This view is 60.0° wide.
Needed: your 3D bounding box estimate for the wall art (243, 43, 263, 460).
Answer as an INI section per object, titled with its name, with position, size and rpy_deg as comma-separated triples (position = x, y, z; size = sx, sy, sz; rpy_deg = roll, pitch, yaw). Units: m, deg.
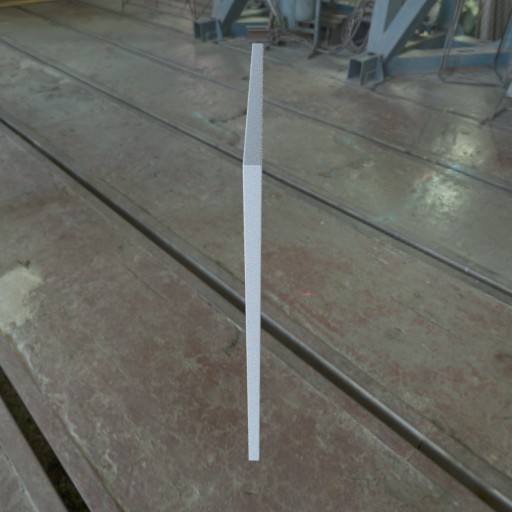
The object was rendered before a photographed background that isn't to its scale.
[wall art]
position = 0.000, 0.000, 1.612
size = 0.038, 1.212, 0.914
rpy_deg = 1, 39, 1
